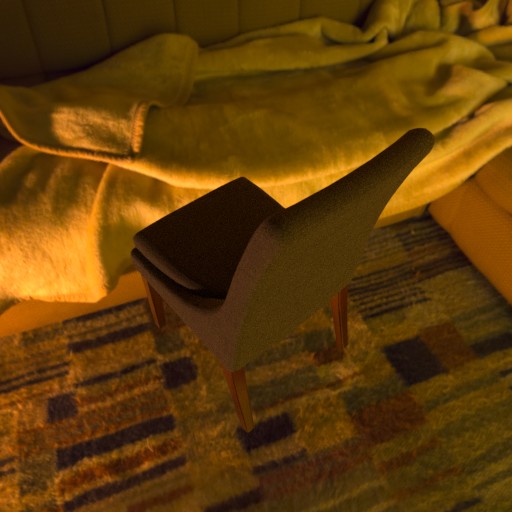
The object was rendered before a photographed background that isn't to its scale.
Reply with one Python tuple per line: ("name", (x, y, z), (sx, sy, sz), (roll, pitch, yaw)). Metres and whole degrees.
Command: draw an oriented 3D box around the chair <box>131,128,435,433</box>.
("chair", (0.000, 0.000, 1.303), (0.508, 0.952, 0.655), (-33, 56, -26))
